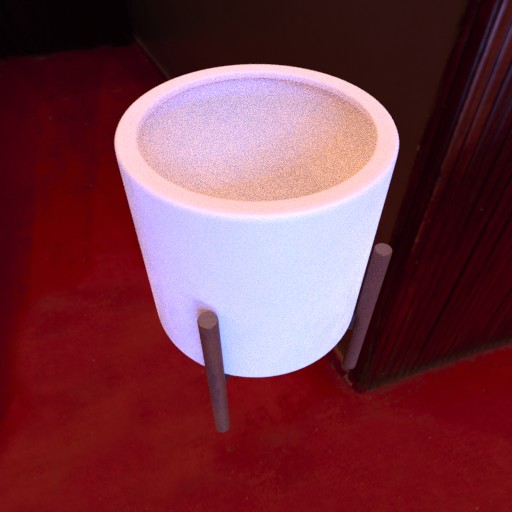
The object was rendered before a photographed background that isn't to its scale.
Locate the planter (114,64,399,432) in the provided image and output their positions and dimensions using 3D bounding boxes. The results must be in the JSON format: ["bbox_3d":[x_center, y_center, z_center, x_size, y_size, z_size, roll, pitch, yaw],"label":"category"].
[{"bbox_3d":[0.000,0.000,0.876,0.421,0.581,0.420,-18,49,-16],"label":"planter"}]
